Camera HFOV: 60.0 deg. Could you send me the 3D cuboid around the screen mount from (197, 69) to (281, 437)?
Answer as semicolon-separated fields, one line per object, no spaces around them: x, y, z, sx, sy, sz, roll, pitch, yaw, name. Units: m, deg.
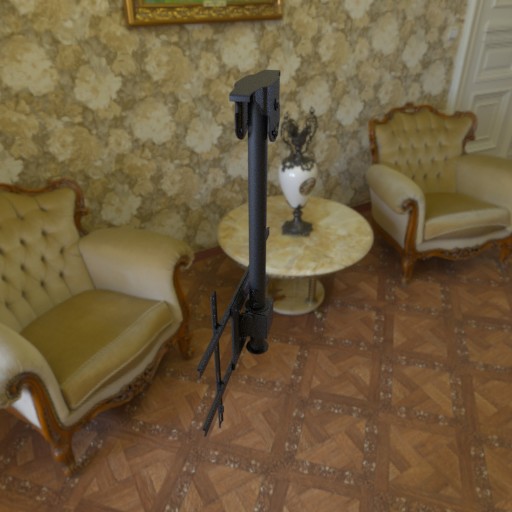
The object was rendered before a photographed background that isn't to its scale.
0.000;0.000;1.036;0.090;0.775;0.595;8;32;12;screen mount
